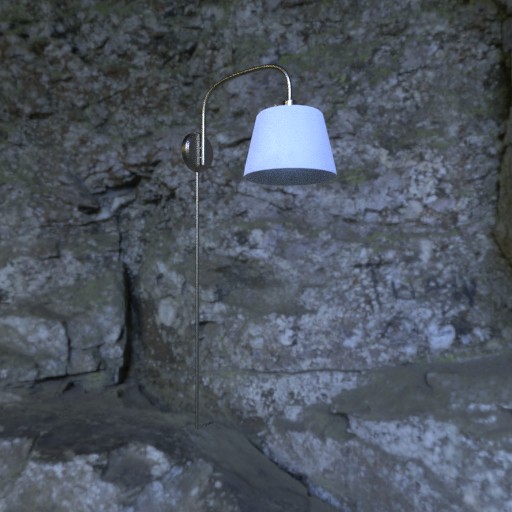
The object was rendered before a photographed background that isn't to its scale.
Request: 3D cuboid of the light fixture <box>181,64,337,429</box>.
[{"bbox_3d":[0.000,0.000,0.464,0.176,0.399,0.092,-1,-1,37],"label":"light fixture"}]
